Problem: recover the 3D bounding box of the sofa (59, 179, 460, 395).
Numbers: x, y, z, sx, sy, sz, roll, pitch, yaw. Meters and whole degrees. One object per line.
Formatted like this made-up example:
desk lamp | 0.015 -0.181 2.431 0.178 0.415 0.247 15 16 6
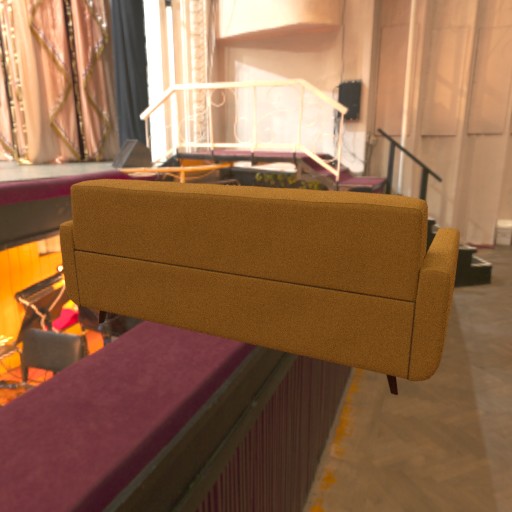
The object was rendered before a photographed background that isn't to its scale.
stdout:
sofa | 0.000 0.000 2.473 2.029 0.841 0.909 7 17 25
